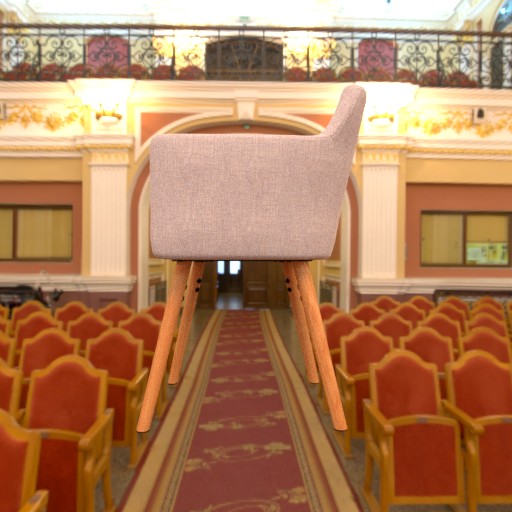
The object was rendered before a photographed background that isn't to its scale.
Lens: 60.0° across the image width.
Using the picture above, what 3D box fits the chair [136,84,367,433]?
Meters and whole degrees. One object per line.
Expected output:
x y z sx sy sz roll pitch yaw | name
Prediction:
0.000 0.000 1.181 0.540 0.780 0.570 0 -1 -1 | chair
